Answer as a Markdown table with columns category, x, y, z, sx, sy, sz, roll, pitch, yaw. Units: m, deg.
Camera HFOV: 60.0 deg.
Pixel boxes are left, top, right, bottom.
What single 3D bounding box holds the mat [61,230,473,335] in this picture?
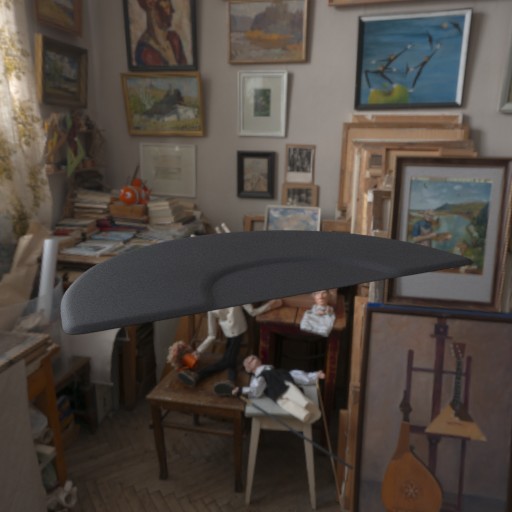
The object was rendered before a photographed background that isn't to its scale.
| category | x | y | z | sx | sy | sz | roll | pitch | yaw |
| --- | --- | --- | --- | --- | --- | --- | --- | --- | --- |
| mat | 0.000 | 0.000 | 1.838 | 1.525 | 0.022 | 0.917 | -7 | 17 | -25 |
